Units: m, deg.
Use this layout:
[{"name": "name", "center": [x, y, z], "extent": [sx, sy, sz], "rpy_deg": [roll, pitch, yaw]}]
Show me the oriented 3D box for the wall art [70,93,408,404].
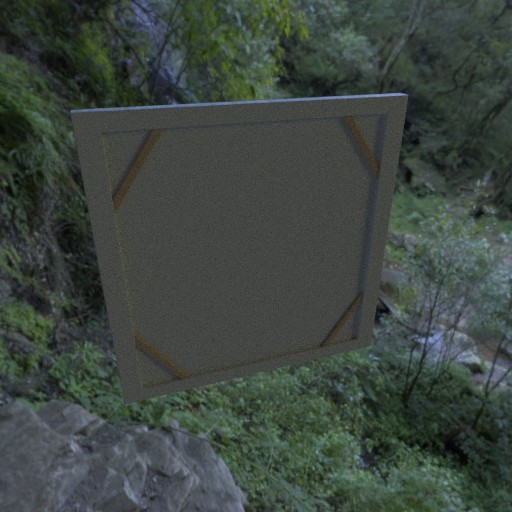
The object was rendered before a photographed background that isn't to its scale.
[{"name": "wall art", "center": [0.000, 0.000, 1.643], "extent": [1.092, 1.091, 0.051], "rpy_deg": [-9, 29, -17]}]
